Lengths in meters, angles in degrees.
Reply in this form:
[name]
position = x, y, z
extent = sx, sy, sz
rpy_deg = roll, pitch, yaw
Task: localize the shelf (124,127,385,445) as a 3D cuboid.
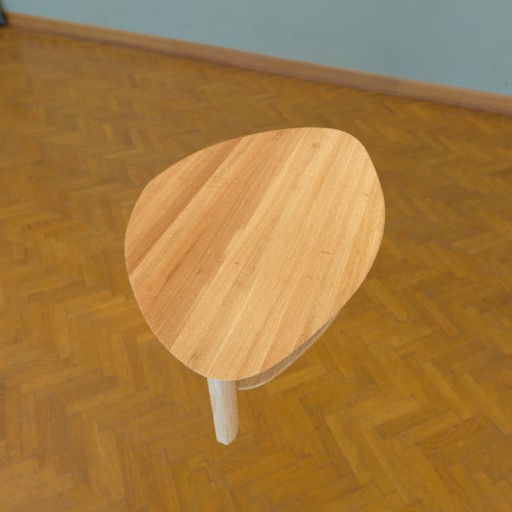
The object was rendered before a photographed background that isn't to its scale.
[shelf]
position = 0.000, 0.000, 1.661
extent = 0.845, 0.440, 1.246
rpy_deg = 16, 48, 15
